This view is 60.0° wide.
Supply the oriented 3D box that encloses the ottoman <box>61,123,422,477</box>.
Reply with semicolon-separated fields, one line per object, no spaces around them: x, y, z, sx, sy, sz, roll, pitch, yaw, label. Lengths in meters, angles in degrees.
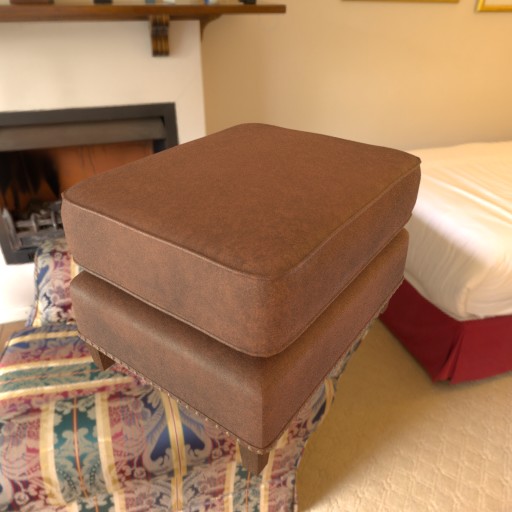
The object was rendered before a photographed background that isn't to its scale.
0.000;0.000;1.133;0.589;0.537;0.738;21;37;30;ottoman
